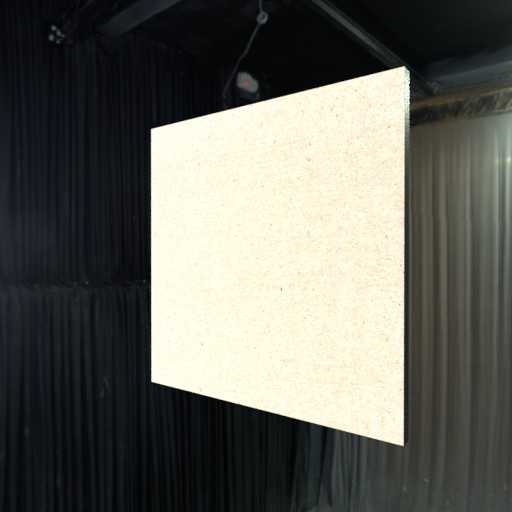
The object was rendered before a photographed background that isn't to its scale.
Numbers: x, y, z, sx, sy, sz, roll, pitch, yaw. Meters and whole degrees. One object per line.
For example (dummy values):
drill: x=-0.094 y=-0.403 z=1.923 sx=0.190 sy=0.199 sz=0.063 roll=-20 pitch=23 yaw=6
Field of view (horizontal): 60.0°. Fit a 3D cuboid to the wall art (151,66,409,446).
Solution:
wall art: x=0.000 y=0.000 z=1.145 sx=0.773 sy=0.775 sz=0.031 roll=0 pitch=0 yaw=36
